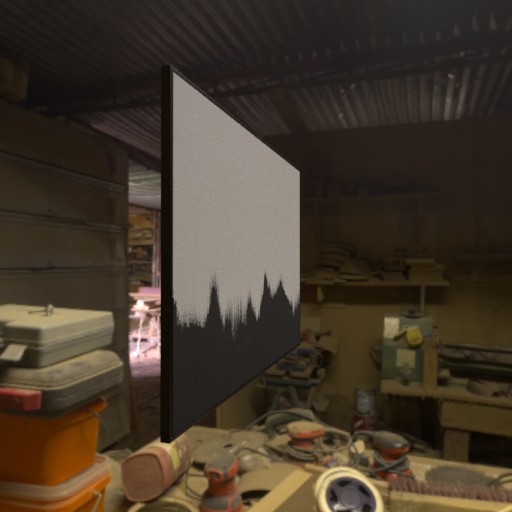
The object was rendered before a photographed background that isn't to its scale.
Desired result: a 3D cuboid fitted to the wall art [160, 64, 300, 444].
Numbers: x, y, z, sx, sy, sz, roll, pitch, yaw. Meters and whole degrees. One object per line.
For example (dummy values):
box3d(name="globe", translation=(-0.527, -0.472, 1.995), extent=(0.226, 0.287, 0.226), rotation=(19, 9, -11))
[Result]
box3d(name="wall art", translation=(0.000, 0.000, 1.226), extent=(0.019, 0.660, 0.957), rotation=(0, -1, 19))
